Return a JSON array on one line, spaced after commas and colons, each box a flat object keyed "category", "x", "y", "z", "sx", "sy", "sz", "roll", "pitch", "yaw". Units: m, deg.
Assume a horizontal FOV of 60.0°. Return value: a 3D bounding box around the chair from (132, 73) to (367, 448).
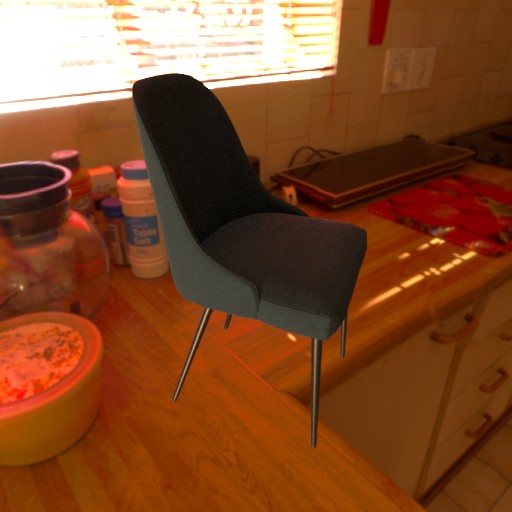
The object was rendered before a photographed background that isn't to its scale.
[{"category": "chair", "x": 0.000, "y": 0.000, "z": 1.217, "sx": 0.559, "sy": 0.896, "sz": 0.478, "roll": 11, "pitch": 31, "yaw": 19}]
